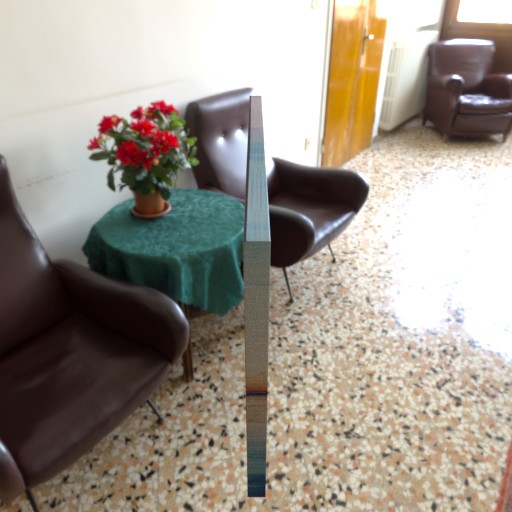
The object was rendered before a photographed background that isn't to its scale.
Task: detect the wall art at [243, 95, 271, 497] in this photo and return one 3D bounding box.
[{"bbox_3d":[0.000,0.000,1.140,0.037,0.605,0.911,0,32,0],"label":"wall art"}]
